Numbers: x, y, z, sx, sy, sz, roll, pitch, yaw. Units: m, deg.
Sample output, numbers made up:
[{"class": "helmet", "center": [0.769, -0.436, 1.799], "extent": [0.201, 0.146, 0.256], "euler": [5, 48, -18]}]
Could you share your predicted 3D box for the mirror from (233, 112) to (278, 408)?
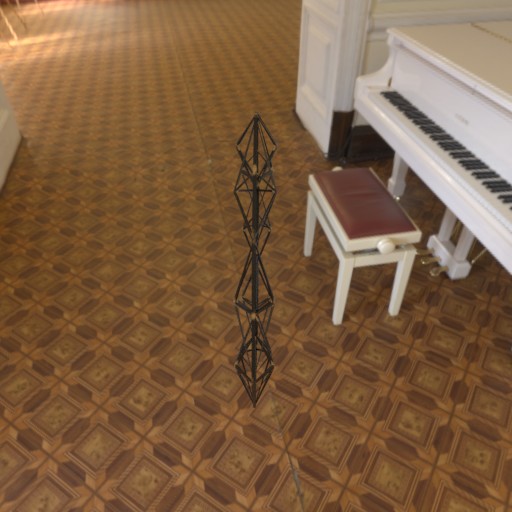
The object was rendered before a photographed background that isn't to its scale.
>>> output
[{"class": "mirror", "center": [0.000, 0.000, 1.062], "extent": [0.094, 0.710, 0.710], "euler": [0, 40, 1]}]
